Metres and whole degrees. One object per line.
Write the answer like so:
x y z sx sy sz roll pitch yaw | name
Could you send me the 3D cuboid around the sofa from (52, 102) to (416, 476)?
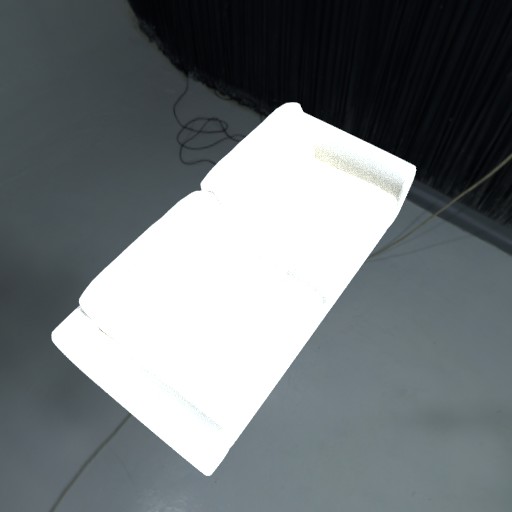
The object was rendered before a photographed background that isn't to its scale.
0.000 0.000 2.753 1.070 0.801 2.262 32 63 19 | sofa
